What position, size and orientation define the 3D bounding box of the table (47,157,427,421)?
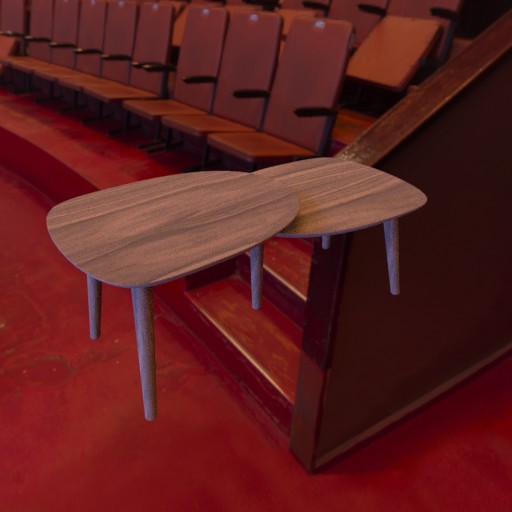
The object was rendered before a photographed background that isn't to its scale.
[{"bbox_3d":[0.000,0.000,1.362,1.084,0.429,0.527,-20,36,-29],"label":"table"}]
